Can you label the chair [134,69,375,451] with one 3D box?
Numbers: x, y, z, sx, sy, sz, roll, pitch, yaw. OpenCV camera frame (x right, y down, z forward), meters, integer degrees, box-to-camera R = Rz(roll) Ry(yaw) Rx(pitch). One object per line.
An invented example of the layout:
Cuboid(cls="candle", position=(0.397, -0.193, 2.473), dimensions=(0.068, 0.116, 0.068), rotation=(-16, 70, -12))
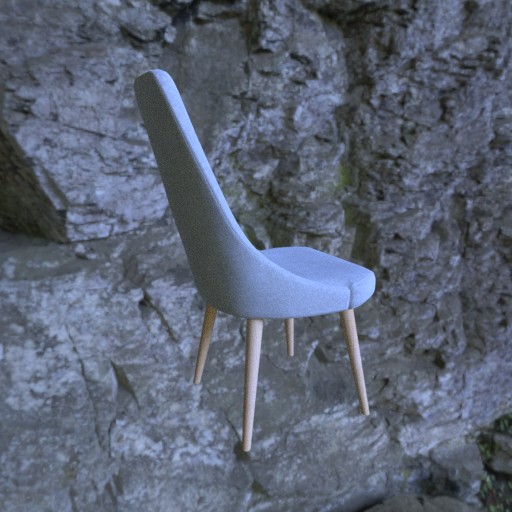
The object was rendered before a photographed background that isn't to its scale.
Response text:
Cuboid(cls="chair", position=(0.000, 0.000, 1.402), dimensions=(0.660, 1.040, 0.510), rotation=(-7, 16, -27))
